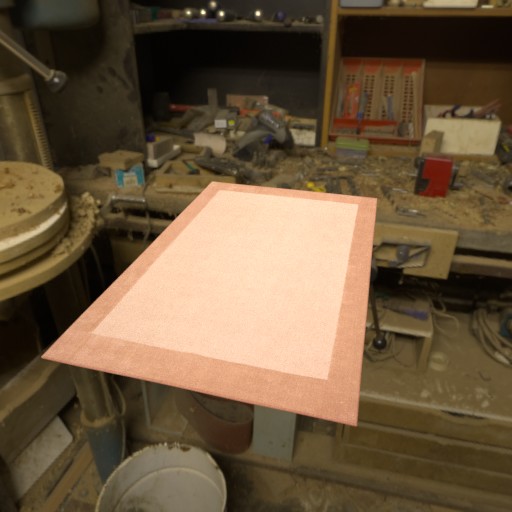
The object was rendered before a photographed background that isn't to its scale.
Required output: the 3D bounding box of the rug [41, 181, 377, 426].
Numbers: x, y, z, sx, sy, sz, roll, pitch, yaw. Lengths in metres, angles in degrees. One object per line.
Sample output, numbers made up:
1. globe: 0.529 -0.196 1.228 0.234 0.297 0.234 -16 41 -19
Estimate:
1. rug: 0.000 0.000 3.009 1.524 0.014 2.438 8 32 13
